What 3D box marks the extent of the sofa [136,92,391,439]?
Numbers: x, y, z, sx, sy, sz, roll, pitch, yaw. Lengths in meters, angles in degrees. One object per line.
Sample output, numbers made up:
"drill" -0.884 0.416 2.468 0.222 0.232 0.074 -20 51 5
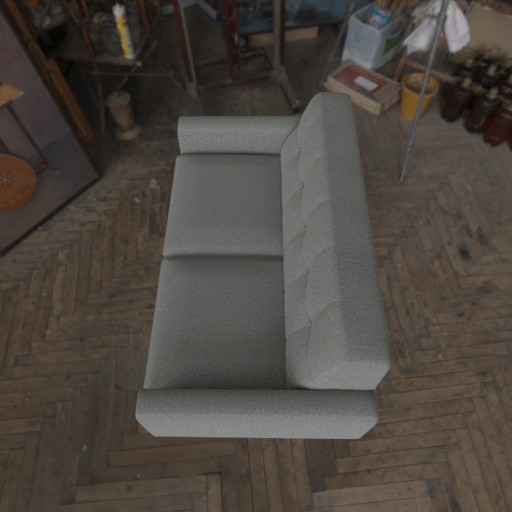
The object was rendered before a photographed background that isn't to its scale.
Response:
"sofa" 0.000 0.000 2.223 0.952 0.925 1.651 1 58 0
